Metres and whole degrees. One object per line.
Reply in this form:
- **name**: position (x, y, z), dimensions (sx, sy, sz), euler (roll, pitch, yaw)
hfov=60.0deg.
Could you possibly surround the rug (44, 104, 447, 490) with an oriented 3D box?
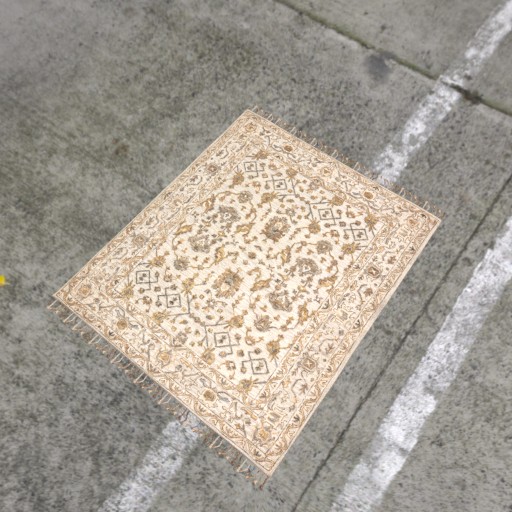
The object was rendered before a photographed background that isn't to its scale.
- **rug**: position (0.000, 0.000, 4.140), dimensions (2.426, 0.034, 3.061), euler (34, 68, 16)
